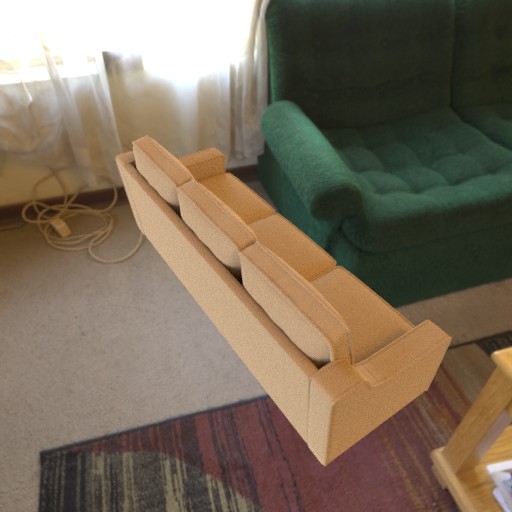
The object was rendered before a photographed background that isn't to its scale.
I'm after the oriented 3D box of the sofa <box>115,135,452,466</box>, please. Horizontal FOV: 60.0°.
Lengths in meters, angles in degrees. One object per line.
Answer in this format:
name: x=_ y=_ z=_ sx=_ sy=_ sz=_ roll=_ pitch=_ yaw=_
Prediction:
sofa: x=0.000 y=0.000 z=2.588 sx=0.791 sy=0.902 sz=2.131 roll=-24 pitch=47 yaw=-25
